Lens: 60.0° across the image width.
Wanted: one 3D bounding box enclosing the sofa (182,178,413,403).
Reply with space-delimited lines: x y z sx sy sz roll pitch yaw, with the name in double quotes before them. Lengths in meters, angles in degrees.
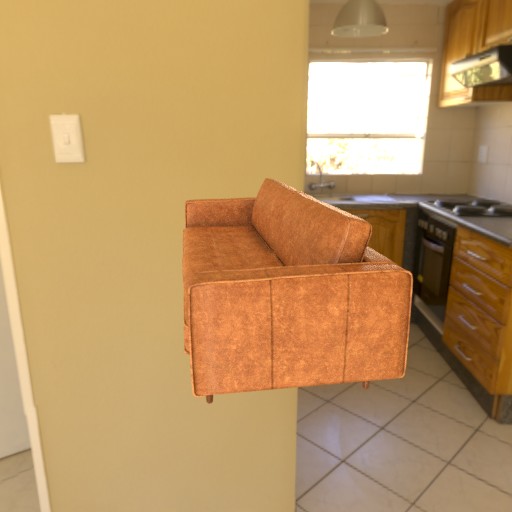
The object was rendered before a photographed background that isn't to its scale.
"sofa" 0.000 0.000 2.690 0.886 0.779 2.199 -2 15 -9
